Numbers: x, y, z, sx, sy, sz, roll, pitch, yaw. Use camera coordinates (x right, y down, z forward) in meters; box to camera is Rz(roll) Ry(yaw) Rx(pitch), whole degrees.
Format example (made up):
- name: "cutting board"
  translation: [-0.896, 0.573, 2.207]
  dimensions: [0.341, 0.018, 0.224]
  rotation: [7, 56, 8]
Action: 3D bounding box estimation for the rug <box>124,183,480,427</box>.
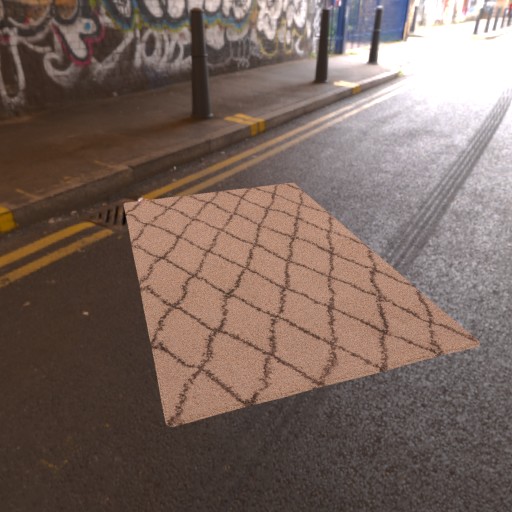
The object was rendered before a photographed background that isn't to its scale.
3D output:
- name: "rug"
  translation: [0.000, 0.000, 3.396]
  dimensions: [1.778, 0.030, 2.743]
  rotation: [-9, 31, -16]
